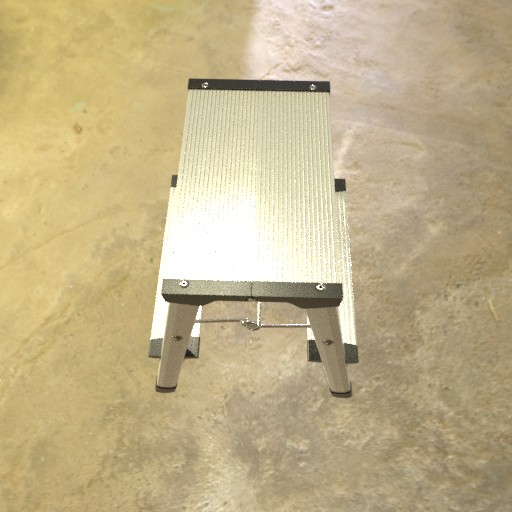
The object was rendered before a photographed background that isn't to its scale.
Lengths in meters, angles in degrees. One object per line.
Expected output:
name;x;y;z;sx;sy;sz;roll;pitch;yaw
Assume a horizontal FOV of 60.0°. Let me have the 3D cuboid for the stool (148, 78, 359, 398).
stool;0.000;0.000;0.780;0.405;0.480;0.404;1;64;1
